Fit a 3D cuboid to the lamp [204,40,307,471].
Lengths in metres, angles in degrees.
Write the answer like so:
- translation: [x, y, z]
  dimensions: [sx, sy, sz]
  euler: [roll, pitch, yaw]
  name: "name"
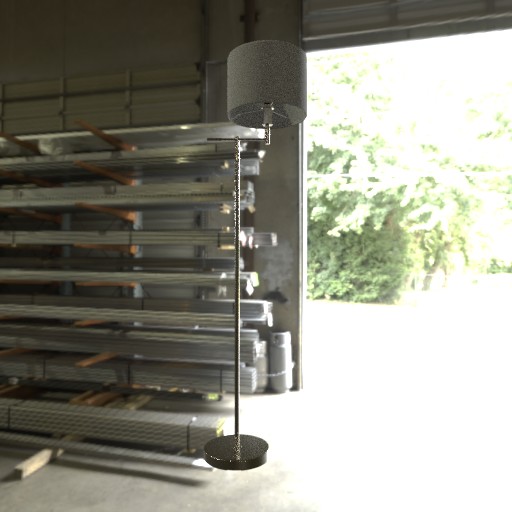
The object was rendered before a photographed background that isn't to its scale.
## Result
- translation: [0.000, 0.000, 1.790]
  dimensions: [0.416, 1.600, 0.324]
  euler: [0, -1, 0]
  name: "lamp"
